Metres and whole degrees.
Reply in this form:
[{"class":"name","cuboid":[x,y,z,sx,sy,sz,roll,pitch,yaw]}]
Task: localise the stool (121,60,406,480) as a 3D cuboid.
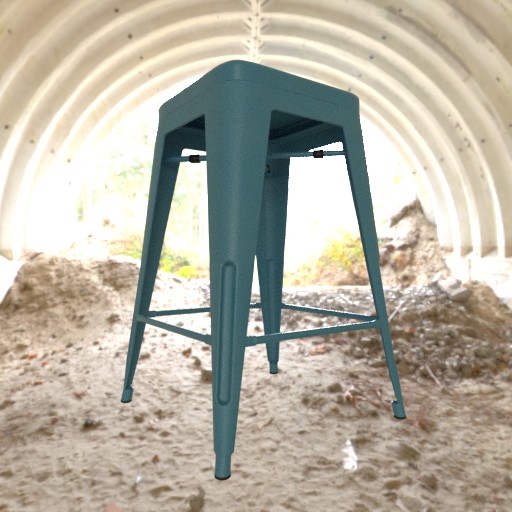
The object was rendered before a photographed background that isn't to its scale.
[{"class":"stool","cuboid":[0.000,0.000,0.876,0.410,0.608,0.410,0,0,-35]}]
